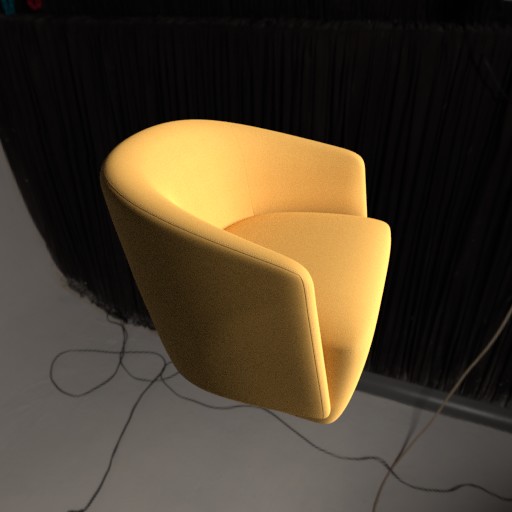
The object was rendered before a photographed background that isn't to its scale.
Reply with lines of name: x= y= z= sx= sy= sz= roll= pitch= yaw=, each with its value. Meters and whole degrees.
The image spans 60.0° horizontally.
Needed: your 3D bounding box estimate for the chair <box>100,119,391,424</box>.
chair: x=0.000 y=0.000 z=1.352 sx=0.767 sy=0.698 sz=0.773 roll=11 pitch=33 yaw=17
